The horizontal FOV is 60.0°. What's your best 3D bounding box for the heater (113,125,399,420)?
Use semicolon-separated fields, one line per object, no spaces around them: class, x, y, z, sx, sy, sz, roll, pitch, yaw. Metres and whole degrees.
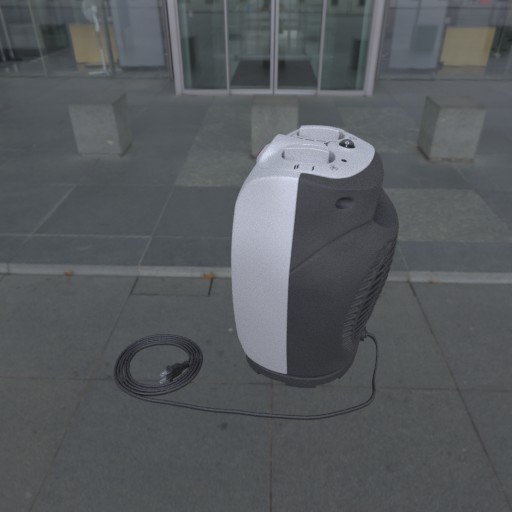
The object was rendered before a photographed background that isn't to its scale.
heater;0.000;0.000;0.474;0.291;0.255;0.239;9;34;14
